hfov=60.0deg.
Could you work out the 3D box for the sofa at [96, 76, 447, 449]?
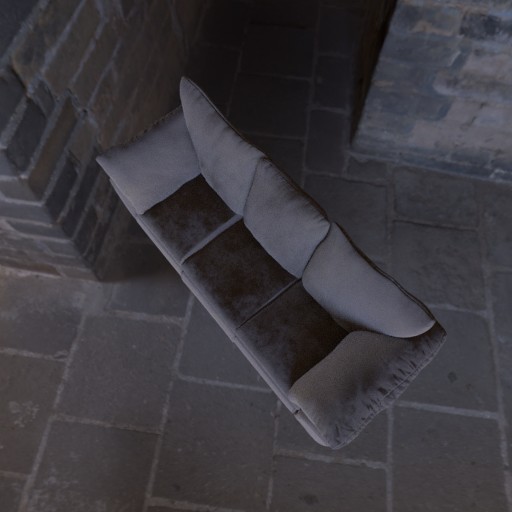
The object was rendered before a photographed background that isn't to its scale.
[{"bbox_3d":[0.000,0.000,2.866,0.878,1.073,2.336,-36,70,-16],"label":"sofa"}]
